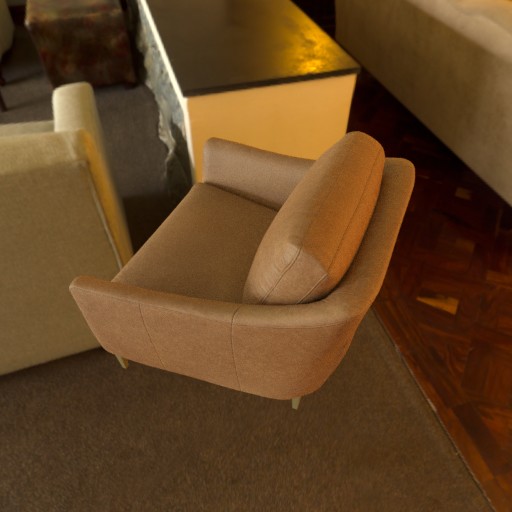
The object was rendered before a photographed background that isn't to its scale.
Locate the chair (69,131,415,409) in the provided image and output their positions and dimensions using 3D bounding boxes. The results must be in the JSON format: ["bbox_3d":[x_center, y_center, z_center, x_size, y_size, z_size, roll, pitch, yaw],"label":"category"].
[{"bbox_3d":[0.000,0.000,1.725,0.963,0.895,0.988,18,49,16],"label":"chair"}]
